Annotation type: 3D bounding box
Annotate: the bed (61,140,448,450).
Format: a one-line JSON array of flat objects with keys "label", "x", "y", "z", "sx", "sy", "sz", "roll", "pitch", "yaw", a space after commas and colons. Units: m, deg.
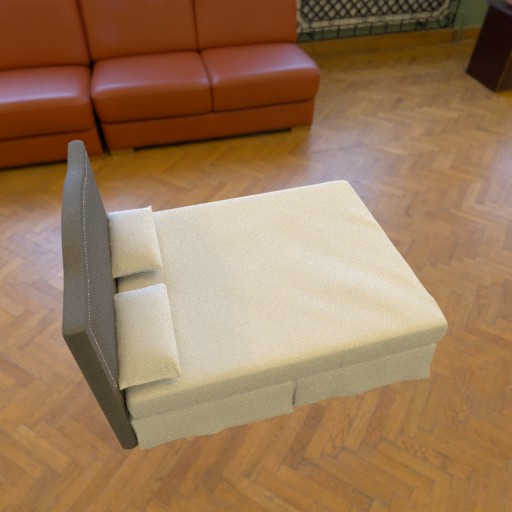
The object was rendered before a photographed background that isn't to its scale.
[{"label": "bed", "x": 0.000, "y": 0.000, "z": 3.218, "sx": 2.282, "sy": 1.436, "sz": 1.821, "roll": -11, "pitch": 47, "yaw": -11}]
